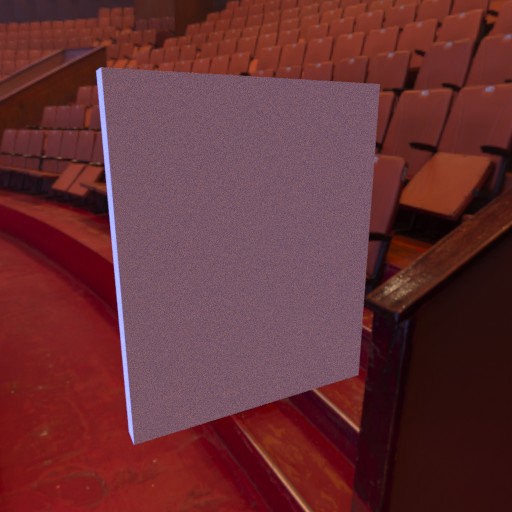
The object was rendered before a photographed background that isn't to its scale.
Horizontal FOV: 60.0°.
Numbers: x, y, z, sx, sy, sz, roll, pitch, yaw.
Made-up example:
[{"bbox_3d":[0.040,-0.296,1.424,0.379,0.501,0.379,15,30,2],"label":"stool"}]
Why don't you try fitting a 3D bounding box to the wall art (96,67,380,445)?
[{"bbox_3d":[0.000,0.000,0.739,0.451,0.553,0.039,-8,18,-26],"label":"wall art"}]
